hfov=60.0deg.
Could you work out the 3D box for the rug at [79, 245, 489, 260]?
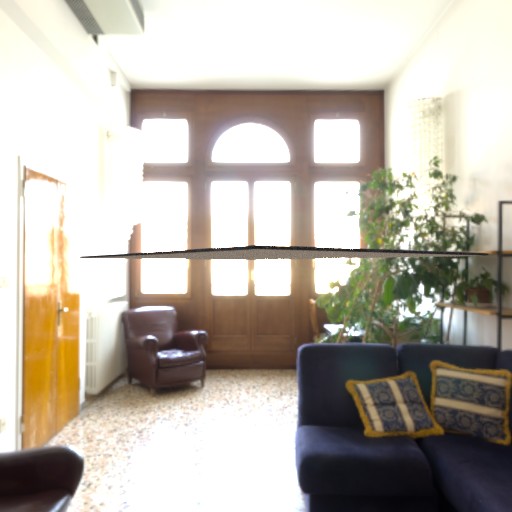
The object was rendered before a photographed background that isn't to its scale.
[{"bbox_3d":[0.000,0.000,4.191,2.385,0.024,3.245,1,-2,-36],"label":"rug"}]
